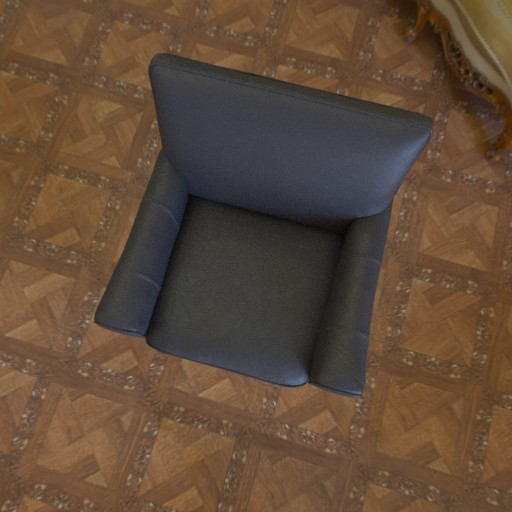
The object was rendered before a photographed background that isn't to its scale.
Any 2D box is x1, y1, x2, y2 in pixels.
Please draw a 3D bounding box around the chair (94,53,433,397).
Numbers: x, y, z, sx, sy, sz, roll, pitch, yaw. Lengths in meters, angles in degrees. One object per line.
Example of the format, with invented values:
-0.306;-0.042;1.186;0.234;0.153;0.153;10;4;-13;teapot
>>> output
0.000;0.000;1.592;0.870;0.943;0.825;15;76;4;chair
